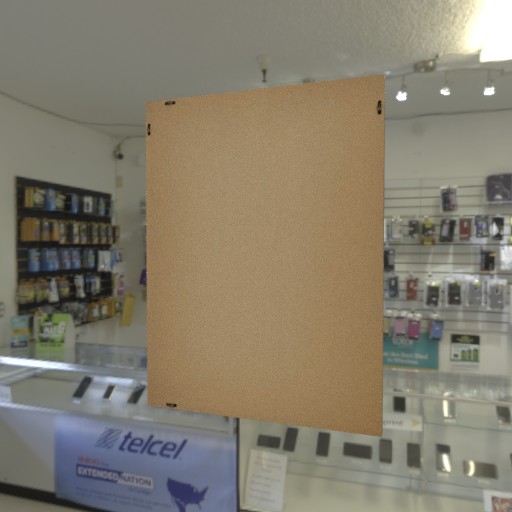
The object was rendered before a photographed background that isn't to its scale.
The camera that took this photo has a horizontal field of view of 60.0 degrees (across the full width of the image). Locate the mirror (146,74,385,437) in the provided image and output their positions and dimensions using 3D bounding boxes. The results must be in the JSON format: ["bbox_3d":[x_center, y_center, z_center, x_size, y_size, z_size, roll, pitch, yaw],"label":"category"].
[{"bbox_3d":[0.000,0.000,1.376,0.762,1.016,0.041,0,1,19],"label":"mirror"}]
